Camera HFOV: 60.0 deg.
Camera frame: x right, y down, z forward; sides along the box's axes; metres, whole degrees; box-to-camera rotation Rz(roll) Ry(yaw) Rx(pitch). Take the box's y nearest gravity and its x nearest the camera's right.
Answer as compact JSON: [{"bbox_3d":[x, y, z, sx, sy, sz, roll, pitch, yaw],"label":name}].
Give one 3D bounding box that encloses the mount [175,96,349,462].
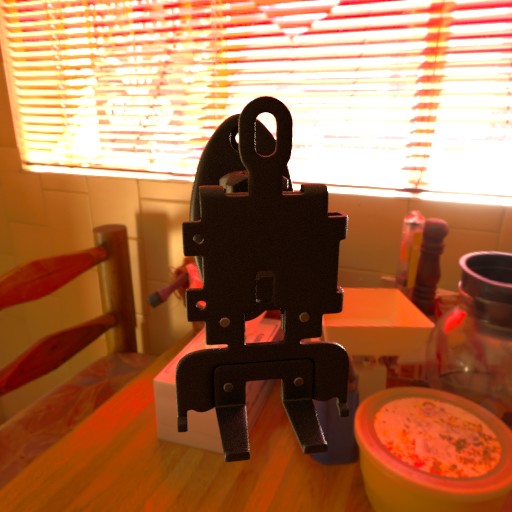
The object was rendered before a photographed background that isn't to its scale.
[{"bbox_3d":[0.000,0.000,0.176,0.066,0.118,0.100,-2,18,-8],"label":"mount"}]
